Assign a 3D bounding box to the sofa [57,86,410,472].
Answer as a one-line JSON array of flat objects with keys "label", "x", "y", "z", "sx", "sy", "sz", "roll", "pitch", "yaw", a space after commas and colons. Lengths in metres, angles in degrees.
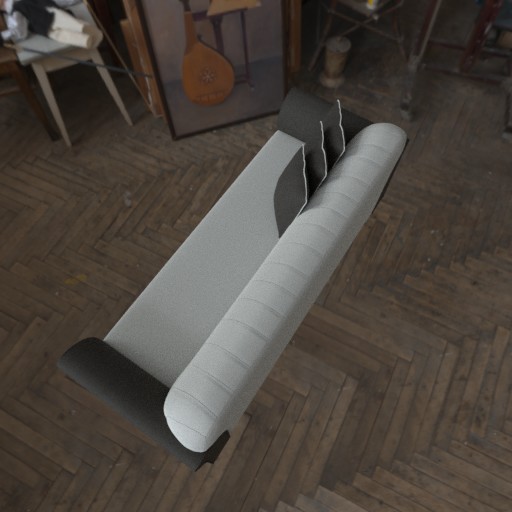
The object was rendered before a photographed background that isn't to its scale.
[{"label": "sofa", "x": 0.000, "y": 0.000, "z": 2.367, "sx": 0.755, "sy": 0.787, "sz": 2.001, "roll": 30, "pitch": 67, "yaw": 14}]
